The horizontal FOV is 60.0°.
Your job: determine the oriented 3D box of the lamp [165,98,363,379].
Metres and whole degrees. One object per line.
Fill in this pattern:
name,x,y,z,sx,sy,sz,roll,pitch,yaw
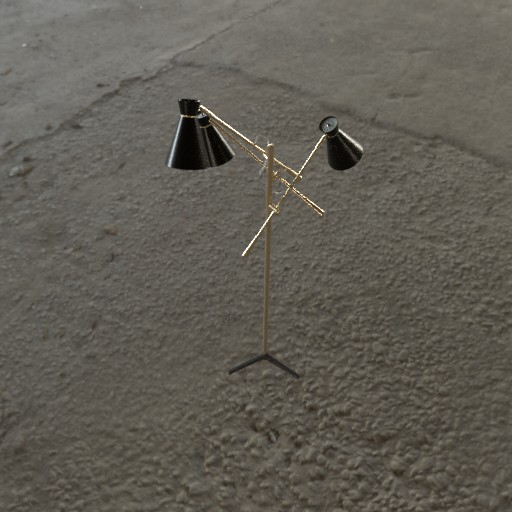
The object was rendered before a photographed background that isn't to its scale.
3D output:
lamp,0.000,0.000,2.181,0.653,1.804,0.750,26,53,22
